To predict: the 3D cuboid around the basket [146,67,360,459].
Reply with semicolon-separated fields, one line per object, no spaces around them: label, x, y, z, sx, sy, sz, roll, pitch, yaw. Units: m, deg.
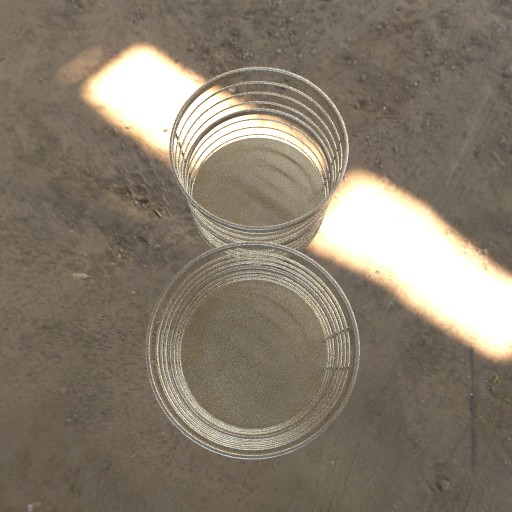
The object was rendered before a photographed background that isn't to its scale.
basket;0.000;0.000;0.953;0.356;0.351;0.746;2;76;0
